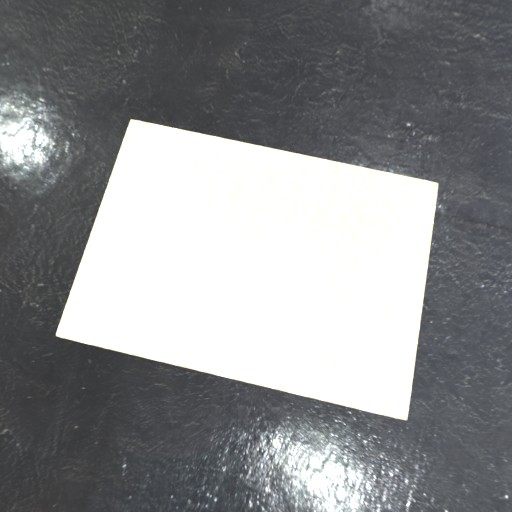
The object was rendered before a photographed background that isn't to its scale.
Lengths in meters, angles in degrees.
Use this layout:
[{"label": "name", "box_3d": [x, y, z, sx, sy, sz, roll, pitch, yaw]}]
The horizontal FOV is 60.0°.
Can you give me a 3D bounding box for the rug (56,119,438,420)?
[{"label": "rug", "box_3d": [0.000, 0.000, 2.805, 2.134, 0.010, 1.524, 13, 75, 3]}]
